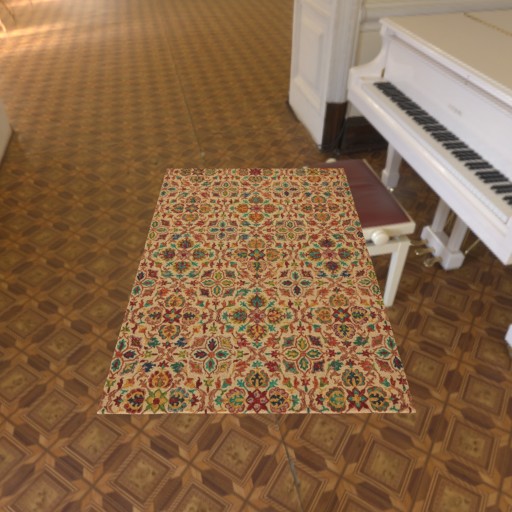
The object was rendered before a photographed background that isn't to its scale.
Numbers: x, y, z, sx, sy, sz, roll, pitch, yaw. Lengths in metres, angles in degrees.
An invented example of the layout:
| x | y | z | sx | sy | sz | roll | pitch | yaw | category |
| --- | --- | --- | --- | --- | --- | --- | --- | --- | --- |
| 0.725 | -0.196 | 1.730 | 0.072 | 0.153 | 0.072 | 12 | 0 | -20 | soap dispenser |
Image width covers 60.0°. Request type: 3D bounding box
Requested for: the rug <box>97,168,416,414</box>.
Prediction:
| x | y | z | sx | sy | sz | roll | pitch | yaw | category |
| --- | --- | --- | --- | --- | --- | --- | --- | --- | --- |
| 0.000 | 0.000 | 2.997 | 1.541 | 0.018 | 2.297 | 0 | 41 | 0 | rug |
